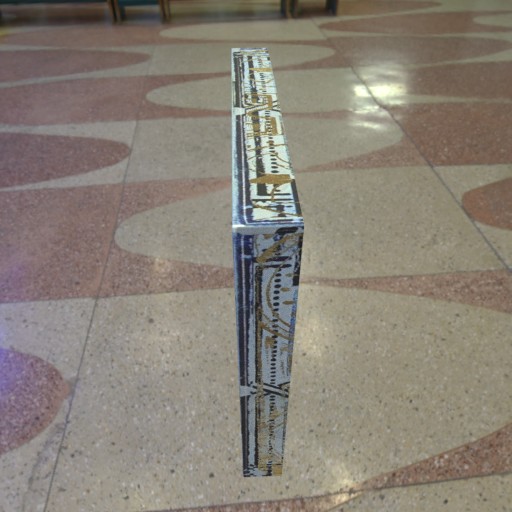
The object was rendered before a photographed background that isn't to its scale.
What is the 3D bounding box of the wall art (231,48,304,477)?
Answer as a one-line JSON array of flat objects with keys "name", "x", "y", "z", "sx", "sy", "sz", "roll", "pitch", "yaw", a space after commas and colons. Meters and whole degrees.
[{"name": "wall art", "x": 0.000, "y": 0.000, "z": 0.443, "sx": 0.038, "sy": 0.306, "sz": 0.302, "roll": -2, "pitch": 41, "yaw": -2}]
